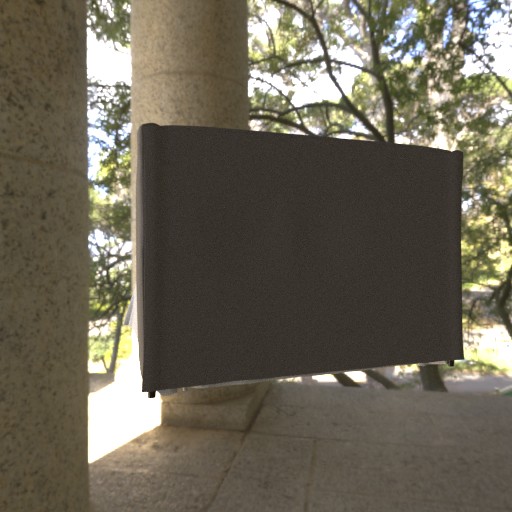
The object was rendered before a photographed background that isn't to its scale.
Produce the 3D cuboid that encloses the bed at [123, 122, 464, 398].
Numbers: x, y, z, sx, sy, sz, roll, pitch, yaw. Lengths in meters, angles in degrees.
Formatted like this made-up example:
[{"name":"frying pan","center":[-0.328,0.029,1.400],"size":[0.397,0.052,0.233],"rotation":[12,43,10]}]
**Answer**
[{"name":"bed","center":[0.000,0.000,3.444],"size":[1.925,1.332,2.276],"rotation":[0,1,-19]}]
